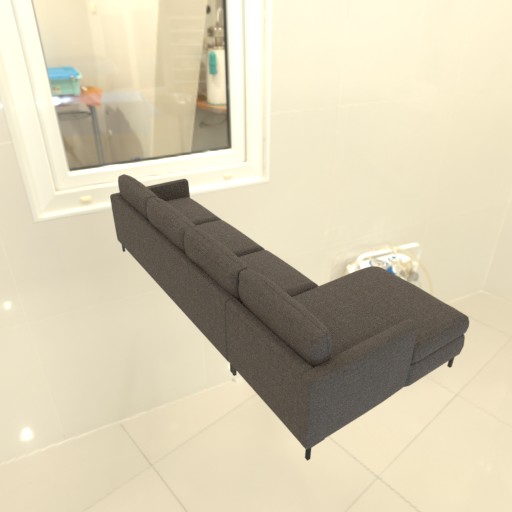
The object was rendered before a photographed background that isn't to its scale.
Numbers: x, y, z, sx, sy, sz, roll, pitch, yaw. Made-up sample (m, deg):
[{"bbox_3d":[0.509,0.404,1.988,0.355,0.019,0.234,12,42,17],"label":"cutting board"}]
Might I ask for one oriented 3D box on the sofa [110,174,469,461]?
[{"bbox_3d":[0.000,0.000,3.288,1.258,0.754,2.731,-19,35,-30],"label":"sofa"}]
